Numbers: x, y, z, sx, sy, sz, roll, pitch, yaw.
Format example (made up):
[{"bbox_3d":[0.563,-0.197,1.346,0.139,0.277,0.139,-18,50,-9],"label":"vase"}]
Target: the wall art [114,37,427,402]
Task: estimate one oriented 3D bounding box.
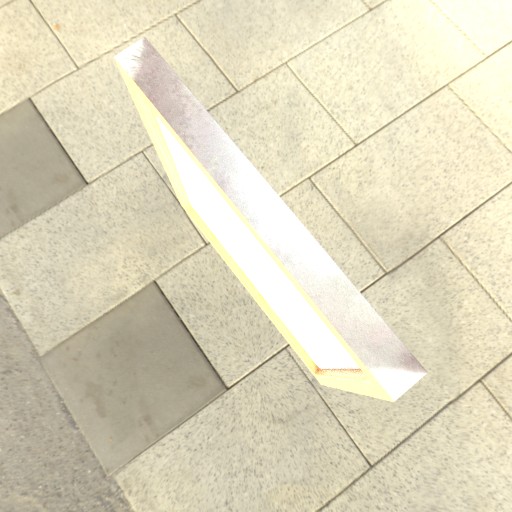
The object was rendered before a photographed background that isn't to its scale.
[{"bbox_3d":[0.000,0.000,0.442,0.028,0.303,0.303,-37,79,-9],"label":"wall art"}]
